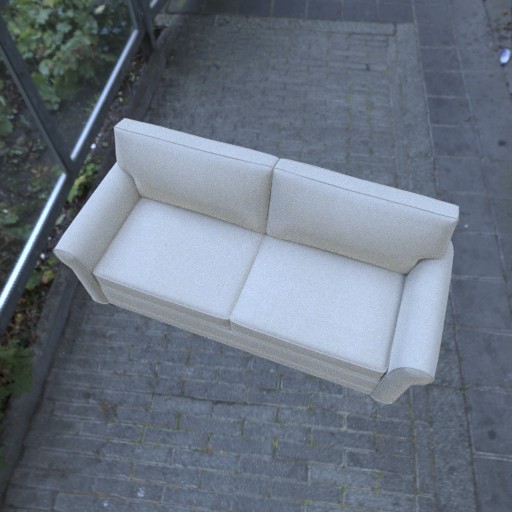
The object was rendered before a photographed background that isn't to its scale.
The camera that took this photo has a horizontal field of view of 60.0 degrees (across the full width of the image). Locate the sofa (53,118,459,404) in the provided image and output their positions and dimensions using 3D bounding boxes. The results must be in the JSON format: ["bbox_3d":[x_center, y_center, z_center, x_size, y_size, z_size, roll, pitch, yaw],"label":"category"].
[{"bbox_3d":[0.000,0.000,2.625,2.146,0.962,0.901,17,59,11],"label":"sofa"}]
